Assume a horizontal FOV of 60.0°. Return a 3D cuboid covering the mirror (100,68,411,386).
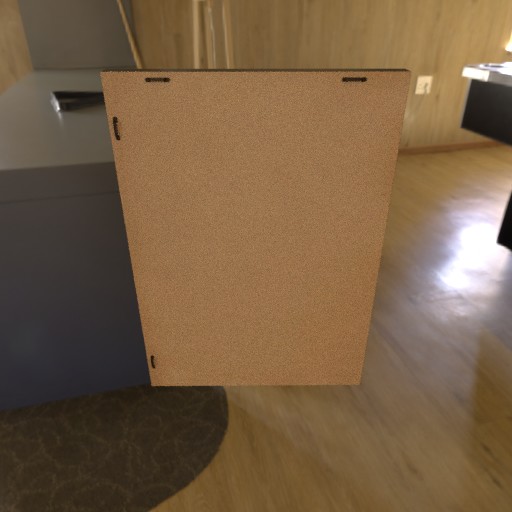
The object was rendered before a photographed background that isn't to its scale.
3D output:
[{"bbox_3d":[0.000,0.000,0.912,0.507,0.710,0.039,0,30,0],"label":"mirror"}]
